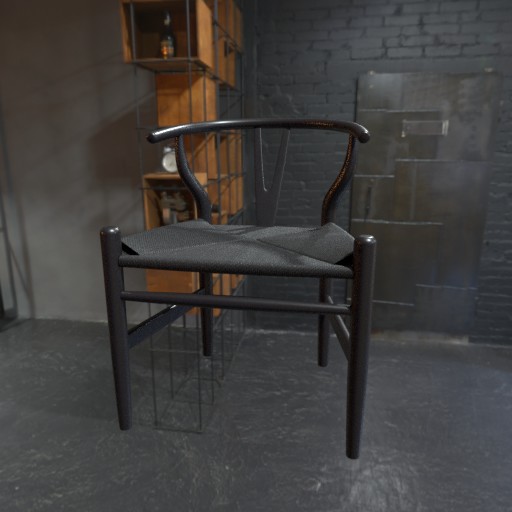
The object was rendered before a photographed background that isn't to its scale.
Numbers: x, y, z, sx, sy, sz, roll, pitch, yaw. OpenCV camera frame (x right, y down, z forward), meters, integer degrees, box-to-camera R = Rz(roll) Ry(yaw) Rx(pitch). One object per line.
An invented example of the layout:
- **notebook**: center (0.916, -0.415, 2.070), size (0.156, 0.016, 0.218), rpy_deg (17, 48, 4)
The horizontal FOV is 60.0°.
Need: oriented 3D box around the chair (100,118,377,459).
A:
- **chair**: center (0.000, 0.000, 1.171), size (0.569, 0.730, 0.579), rpy_deg (3, 14, 10)
